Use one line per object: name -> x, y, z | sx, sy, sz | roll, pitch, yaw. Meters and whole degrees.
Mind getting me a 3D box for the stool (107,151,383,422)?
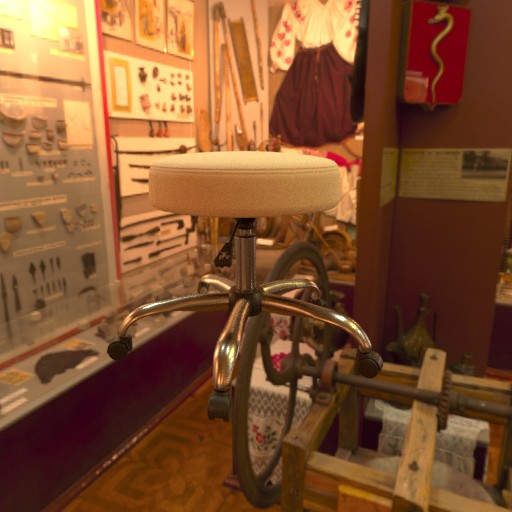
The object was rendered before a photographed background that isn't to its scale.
stool -> 0.000, 0.000, 1.048 | 0.614, 0.482, 0.634 | 7, 16, 26
